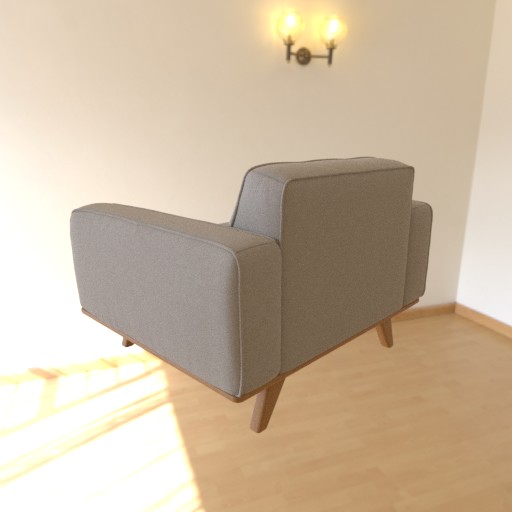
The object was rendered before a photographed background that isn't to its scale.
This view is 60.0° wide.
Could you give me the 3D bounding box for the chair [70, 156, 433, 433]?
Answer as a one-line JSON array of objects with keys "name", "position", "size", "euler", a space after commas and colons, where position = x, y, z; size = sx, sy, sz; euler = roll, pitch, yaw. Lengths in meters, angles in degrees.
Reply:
[{"name": "chair", "position": [0.000, 0.000, 1.764], "size": [1.115, 0.779, 0.953], "euler": [-15, 21, -43]}]
